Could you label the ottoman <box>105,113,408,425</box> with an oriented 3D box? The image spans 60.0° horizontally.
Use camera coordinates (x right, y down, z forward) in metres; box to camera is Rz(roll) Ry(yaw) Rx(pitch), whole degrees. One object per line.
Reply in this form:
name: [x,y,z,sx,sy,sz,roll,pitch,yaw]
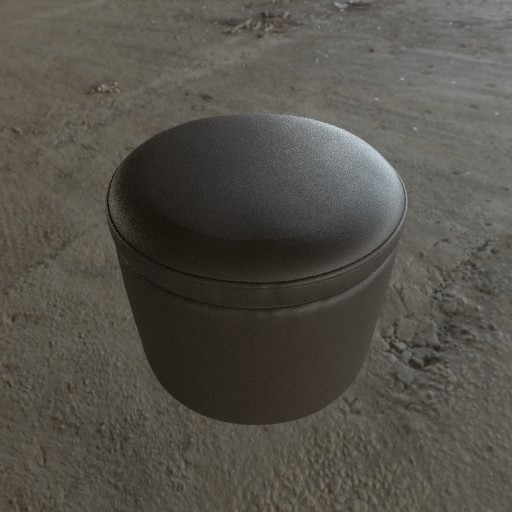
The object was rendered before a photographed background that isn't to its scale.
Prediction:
ottoman: [0.000,0.000,0.858,0.500,0.409,0.500,0,42,0]
